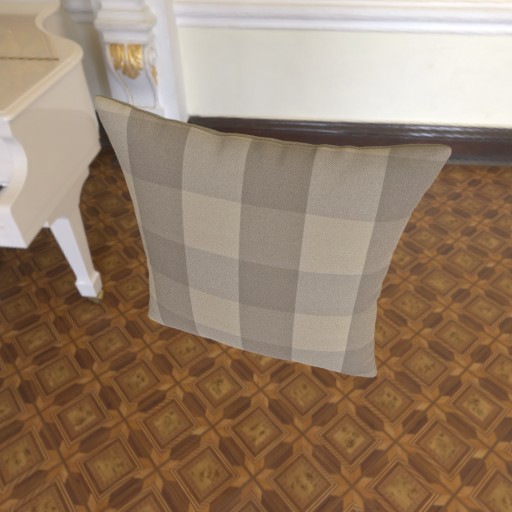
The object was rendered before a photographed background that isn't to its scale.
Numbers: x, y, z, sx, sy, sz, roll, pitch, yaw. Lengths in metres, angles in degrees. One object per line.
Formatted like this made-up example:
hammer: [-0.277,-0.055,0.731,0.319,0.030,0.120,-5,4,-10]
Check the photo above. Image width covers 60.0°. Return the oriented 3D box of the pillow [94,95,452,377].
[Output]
pillow: [0.000,0.000,0.776,0.511,0.509,0.161,12,44,13]
